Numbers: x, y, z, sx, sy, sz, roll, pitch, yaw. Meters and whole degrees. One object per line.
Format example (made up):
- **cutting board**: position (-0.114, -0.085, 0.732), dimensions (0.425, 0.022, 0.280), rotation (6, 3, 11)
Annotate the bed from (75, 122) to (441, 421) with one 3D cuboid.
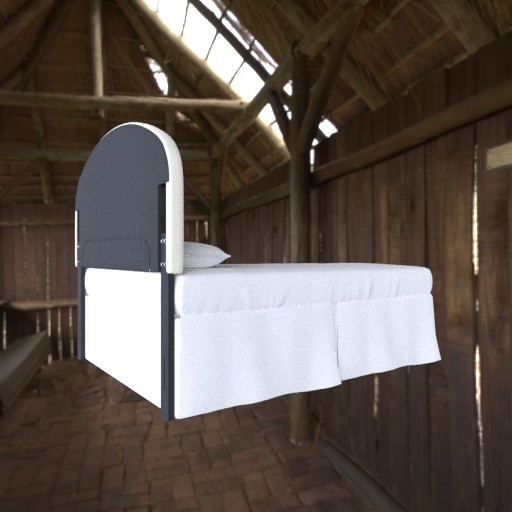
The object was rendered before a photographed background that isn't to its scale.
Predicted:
- **bed**: position (0.000, 0.000, 3.048), dimensions (2.005, 1.410, 1.607), rotation (0, 0, -36)
